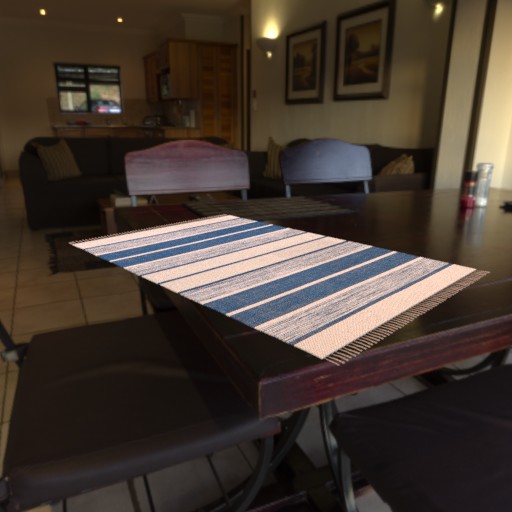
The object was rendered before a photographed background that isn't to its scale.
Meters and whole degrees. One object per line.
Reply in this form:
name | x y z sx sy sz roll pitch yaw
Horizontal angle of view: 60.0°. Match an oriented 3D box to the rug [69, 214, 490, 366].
rug | 0.000 0.000 2.973 1.532 0.010 2.441 -16 23 -42
